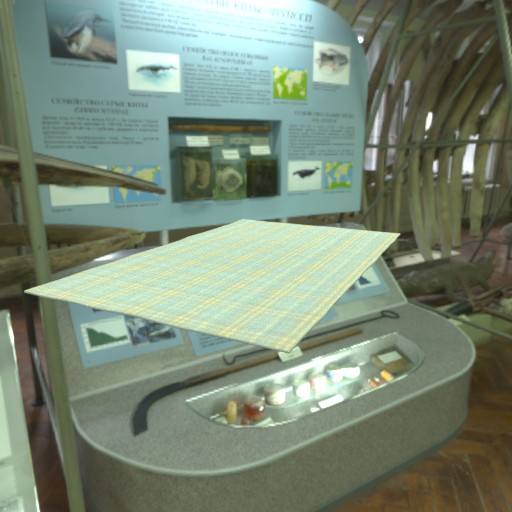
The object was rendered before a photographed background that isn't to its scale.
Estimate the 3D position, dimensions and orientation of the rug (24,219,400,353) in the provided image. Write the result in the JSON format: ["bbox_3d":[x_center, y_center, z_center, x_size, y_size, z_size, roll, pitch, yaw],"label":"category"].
[{"bbox_3d":[0.000,0.000,3.088,1.545,0.016,2.460,7,16,26],"label":"rug"}]
